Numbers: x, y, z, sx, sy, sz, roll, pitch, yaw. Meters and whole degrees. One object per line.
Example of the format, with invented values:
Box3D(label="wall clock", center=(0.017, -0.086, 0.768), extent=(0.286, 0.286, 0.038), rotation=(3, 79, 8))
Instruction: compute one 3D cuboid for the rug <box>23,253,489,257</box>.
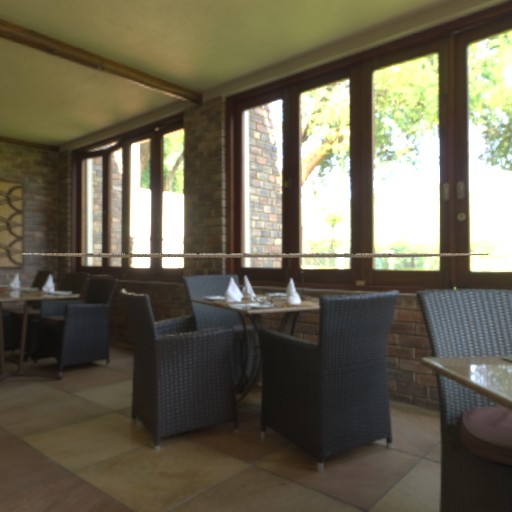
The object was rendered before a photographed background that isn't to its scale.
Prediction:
Box3D(label="rug", center=(0.000, 0.000, 2.492), extent=(2.006, 0.008, 1.196), rotation=(0, -1, 0))
